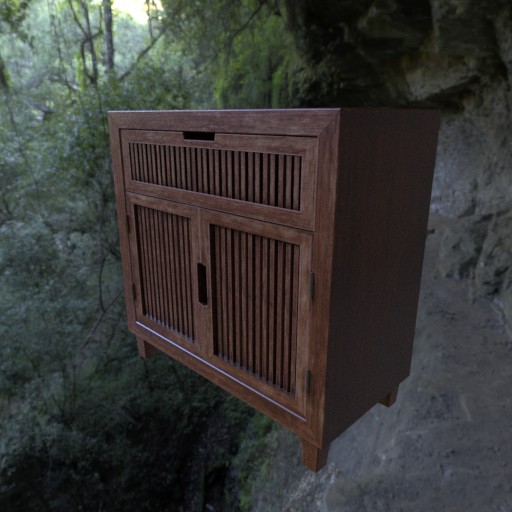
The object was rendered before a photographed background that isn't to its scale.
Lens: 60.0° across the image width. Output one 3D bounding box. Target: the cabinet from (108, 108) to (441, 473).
[{"bbox_3d":[0.000,0.000,1.259,0.796,0.785,0.412,17,24,42],"label":"cabinet"}]
